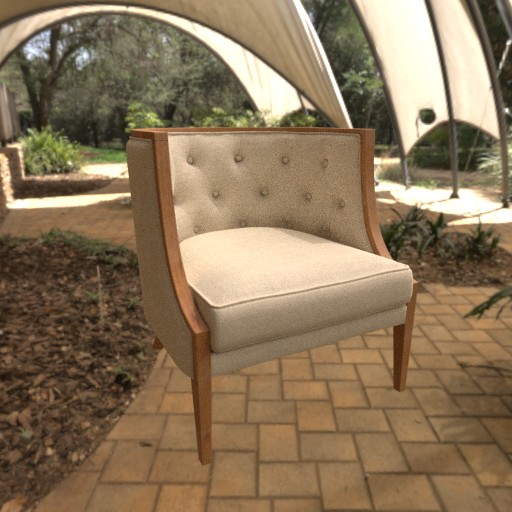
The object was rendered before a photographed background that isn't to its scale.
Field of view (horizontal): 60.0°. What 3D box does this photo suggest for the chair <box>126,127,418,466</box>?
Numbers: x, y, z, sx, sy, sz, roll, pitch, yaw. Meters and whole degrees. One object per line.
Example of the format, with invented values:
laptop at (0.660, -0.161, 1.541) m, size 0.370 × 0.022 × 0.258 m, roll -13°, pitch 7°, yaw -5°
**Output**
chair at (0.000, 0.000, 1.412) m, size 0.711 × 0.775 × 0.757 m, roll -9°, pitch 19°, yaw -27°
